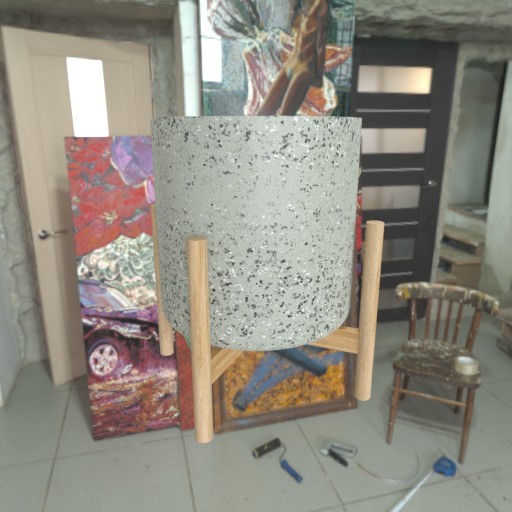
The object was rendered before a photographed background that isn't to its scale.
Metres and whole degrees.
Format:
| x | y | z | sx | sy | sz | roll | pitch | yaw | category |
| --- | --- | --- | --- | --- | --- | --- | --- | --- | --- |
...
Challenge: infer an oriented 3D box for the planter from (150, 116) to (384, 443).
| x | y | z | sx | sy | sz | roll | pitch | yaw | category |
| --- | --- | --- | --- | --- | --- | --- | --- | --- | --- |
| 0.000 | 0.000 | 0.708 | 0.360 | 0.419 | 0.360 | -15 | 22 | -42 | planter |
